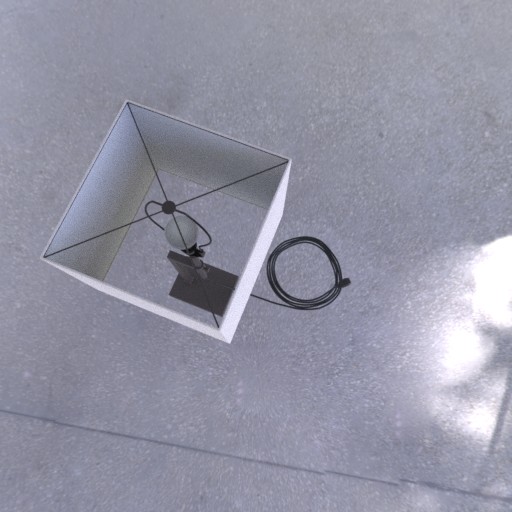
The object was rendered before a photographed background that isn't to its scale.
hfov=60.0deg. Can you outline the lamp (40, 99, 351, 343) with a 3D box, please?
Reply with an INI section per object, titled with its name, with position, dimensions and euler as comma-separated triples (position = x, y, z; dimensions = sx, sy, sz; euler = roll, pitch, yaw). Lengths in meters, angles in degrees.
[lamp]
position = 0.000, 0.000, 0.971
dimensions = 0.504, 0.660, 0.399
euler = 21, 76, 6
